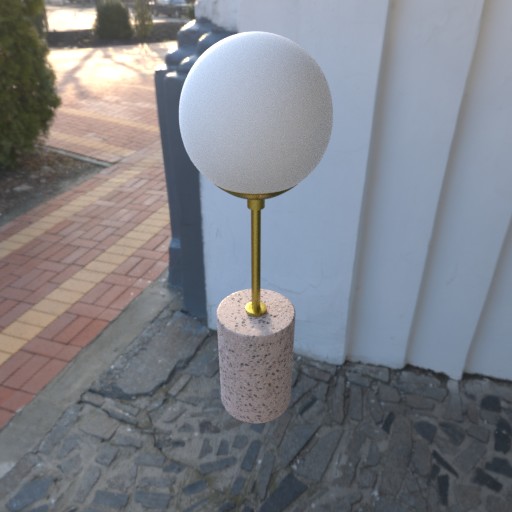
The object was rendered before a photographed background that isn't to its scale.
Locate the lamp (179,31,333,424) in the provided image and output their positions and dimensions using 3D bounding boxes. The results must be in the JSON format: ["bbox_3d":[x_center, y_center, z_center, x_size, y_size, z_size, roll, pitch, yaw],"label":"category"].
[{"bbox_3d":[0.000,0.000,0.530,0.153,0.480,0.153,0,31,0],"label":"lamp"}]
